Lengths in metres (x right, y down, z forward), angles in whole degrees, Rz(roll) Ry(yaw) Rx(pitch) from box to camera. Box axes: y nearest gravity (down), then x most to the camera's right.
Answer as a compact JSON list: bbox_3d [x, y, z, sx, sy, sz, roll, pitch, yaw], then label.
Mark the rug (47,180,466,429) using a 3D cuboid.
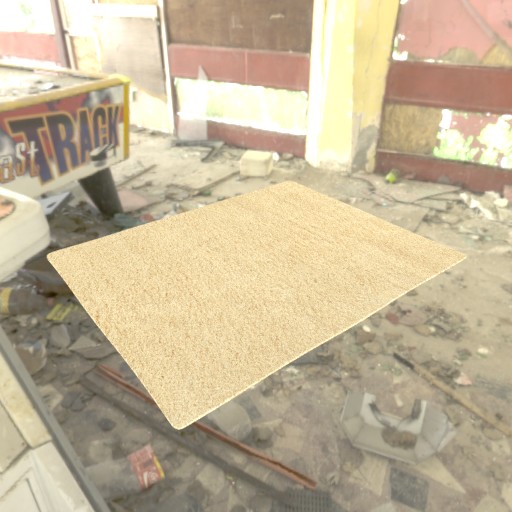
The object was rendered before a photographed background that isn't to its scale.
[{"bbox_3d":[0.000,0.000,4.024,3.001,0.025,2.401,-22,37,-32],"label":"rug"}]
